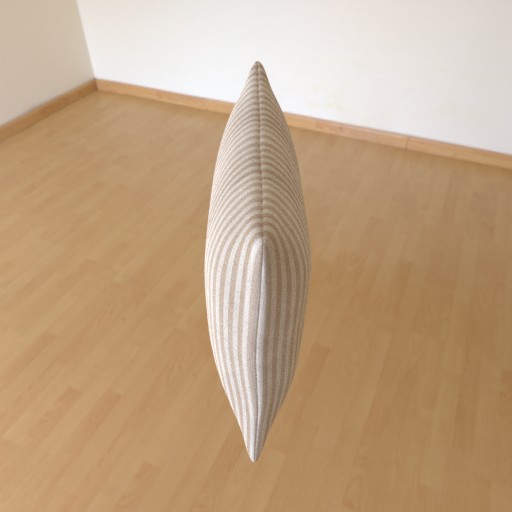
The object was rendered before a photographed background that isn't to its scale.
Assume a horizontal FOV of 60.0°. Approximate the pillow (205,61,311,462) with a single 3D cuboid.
[{"bbox_3d":[0.000,0.000,0.795,0.166,0.510,0.523,0,42,0],"label":"pillow"}]
